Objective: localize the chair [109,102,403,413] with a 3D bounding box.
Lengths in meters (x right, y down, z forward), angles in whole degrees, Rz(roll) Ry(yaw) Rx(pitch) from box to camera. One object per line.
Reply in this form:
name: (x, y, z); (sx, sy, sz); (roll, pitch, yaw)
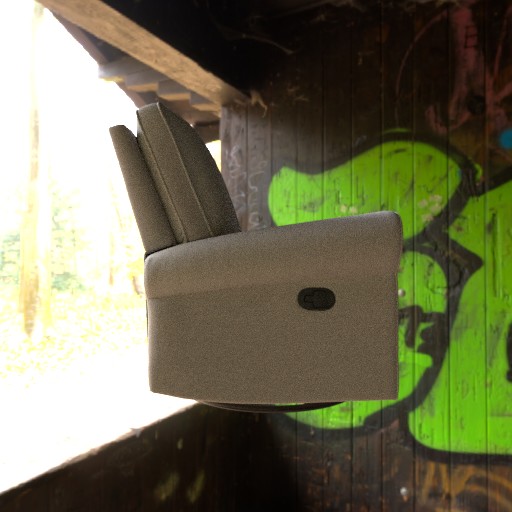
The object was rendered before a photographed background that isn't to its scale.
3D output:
chair: (0.000, 0.000, 1.662); (0.878, 0.960, 0.890); (0, -1, 0)
